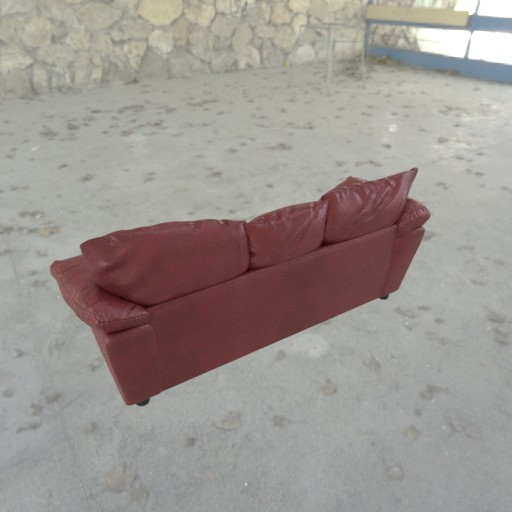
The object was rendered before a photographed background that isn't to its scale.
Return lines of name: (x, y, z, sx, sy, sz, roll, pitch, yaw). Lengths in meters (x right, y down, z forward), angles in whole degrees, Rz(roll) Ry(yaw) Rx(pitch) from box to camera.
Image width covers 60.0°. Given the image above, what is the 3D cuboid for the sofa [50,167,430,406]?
sofa: (0.000, 0.000, 2.911, 2.390, 1.091, 0.907, -18, 35, -27)
